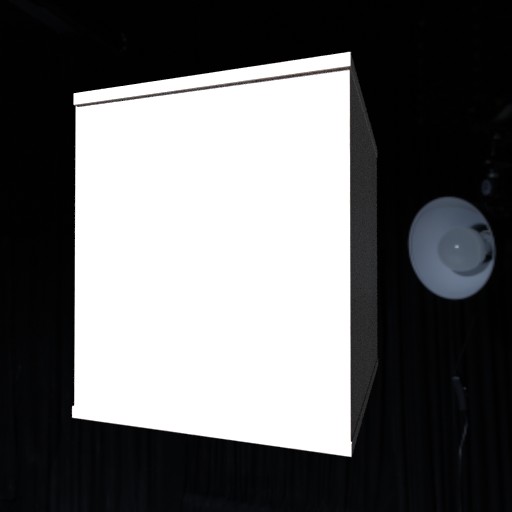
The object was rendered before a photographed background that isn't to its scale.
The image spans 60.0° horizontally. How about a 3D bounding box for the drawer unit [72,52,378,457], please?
[{"bbox_3d":[0.000,0.000,0.588,0.290,0.344,0.349,0,-1,19],"label":"drawer unit"}]
